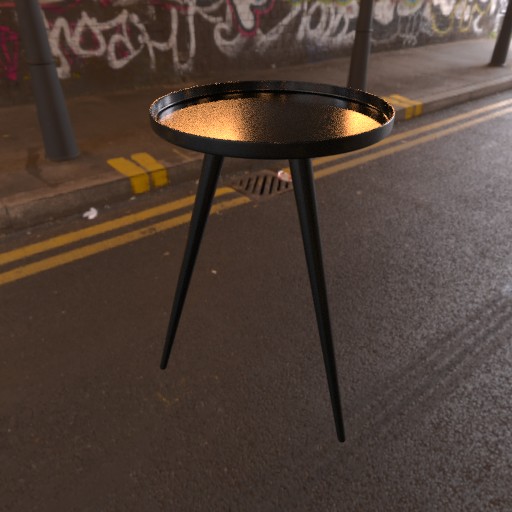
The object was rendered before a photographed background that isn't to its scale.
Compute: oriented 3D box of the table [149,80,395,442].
[{"bbox_3d":[0.000,0.000,0.825,0.415,0.548,0.403,0,32,0],"label":"table"}]
